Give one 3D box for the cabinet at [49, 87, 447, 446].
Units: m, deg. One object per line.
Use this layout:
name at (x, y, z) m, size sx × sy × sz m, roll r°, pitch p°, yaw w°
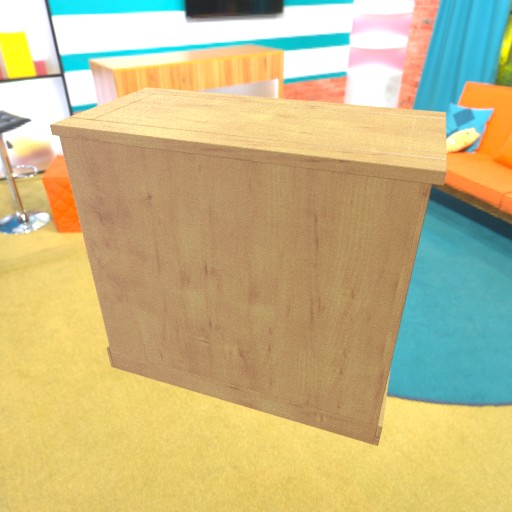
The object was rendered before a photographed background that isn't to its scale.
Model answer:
cabinet at (0.000, 0.000, 1.364) m, size 0.920 × 0.840 × 0.450 m, roll 11°, pitch 34°, yaw 17°
